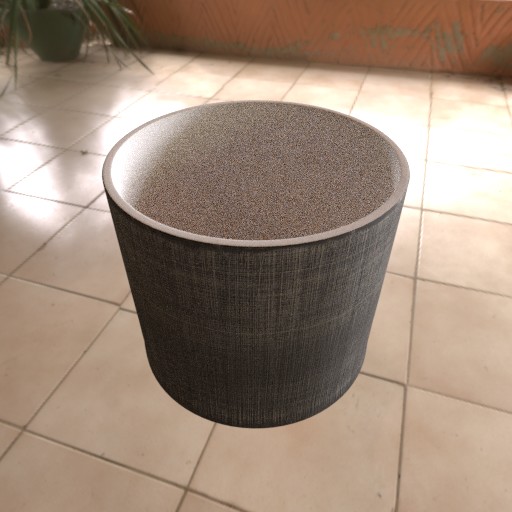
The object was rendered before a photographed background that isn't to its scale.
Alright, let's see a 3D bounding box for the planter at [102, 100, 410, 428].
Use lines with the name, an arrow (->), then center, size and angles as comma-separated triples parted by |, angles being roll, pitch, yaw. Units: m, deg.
planter -> 0.000, 0.000, 0.315 | 0.178, 0.157, 0.178 | 0, 40, 0
